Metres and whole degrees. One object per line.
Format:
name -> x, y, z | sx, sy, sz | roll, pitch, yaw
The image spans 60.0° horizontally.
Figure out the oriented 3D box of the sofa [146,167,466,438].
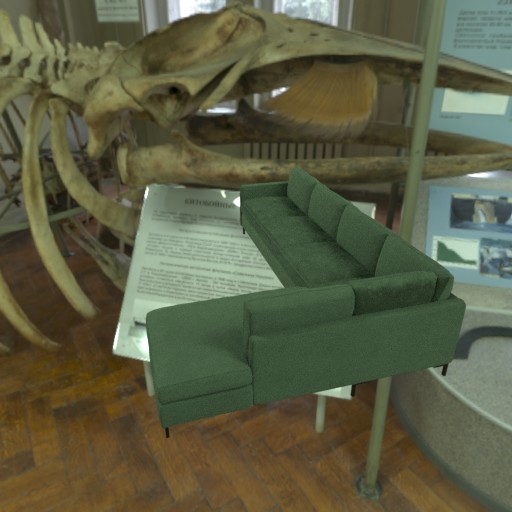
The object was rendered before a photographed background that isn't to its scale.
sofa -> 0.000, 0.000, 3.320 | 1.707, 0.687, 2.486 | -7, 27, -15
